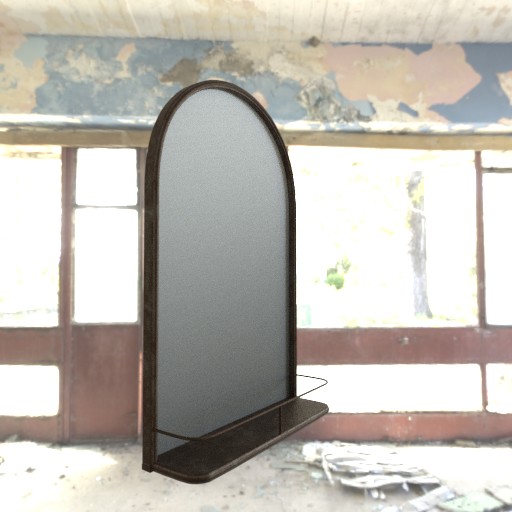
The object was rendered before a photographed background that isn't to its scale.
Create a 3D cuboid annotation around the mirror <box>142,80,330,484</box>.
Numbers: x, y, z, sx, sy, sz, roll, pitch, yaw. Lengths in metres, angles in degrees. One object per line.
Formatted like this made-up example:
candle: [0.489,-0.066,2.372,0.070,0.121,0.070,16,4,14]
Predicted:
mirror: [0.000,0.000,0.967,0.137,0.770,0.510,-1,-2,36]
